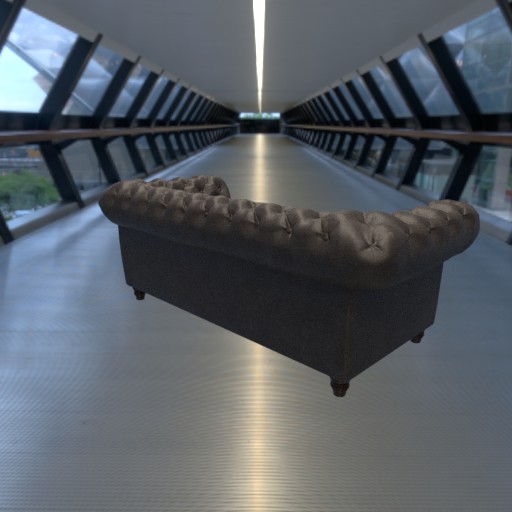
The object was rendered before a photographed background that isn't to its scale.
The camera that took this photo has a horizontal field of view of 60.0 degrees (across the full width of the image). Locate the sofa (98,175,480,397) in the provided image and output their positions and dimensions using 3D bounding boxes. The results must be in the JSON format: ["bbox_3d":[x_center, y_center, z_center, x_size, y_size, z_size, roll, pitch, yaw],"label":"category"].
[{"bbox_3d":[0.000,0.000,2.495,2.048,0.779,0.944,15,21,43],"label":"sofa"}]
